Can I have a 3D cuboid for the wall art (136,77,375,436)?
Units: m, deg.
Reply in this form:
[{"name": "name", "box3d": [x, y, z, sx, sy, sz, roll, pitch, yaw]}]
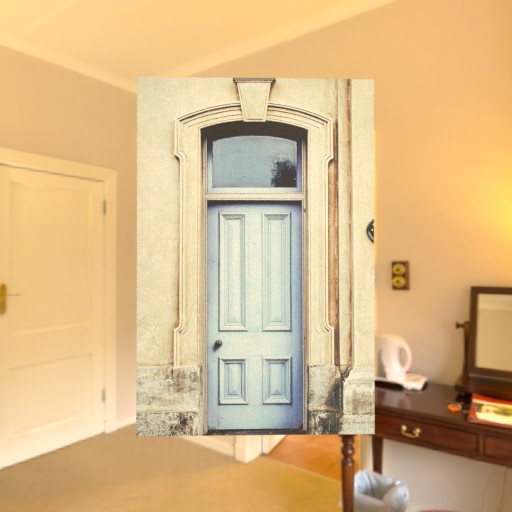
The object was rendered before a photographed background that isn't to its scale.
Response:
[{"name": "wall art", "box3d": [0.000, 0.000, 0.966, 0.508, 0.764, 0.038, 0, -1, -1]}]
